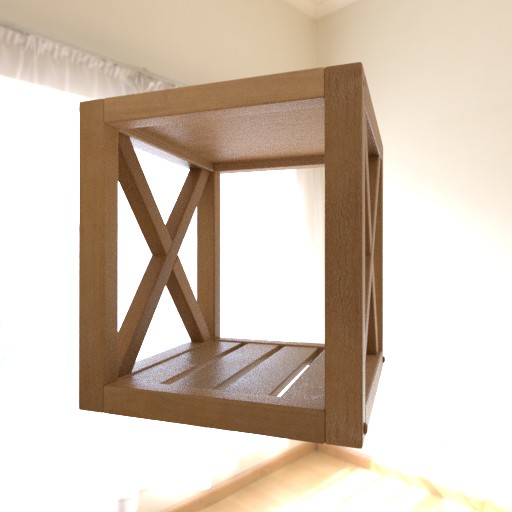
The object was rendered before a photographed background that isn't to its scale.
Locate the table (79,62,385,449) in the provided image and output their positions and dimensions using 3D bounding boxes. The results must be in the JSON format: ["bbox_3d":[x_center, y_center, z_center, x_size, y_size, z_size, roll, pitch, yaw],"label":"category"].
[{"bbox_3d":[0.000,0.000,1.046,0.558,0.610,0.559,0,0,19],"label":"table"}]
